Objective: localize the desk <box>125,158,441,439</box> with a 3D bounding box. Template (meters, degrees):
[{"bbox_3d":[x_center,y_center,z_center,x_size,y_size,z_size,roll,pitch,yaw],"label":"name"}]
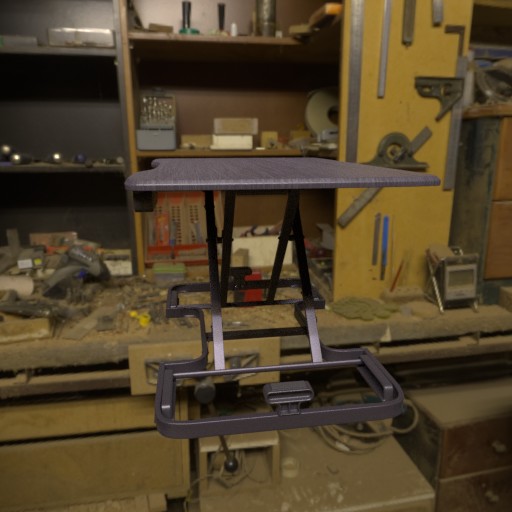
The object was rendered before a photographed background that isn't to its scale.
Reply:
[{"bbox_3d":[0.000,0.000,1.160,0.546,0.470,0.820,-2,15,-8],"label":"desk"}]
